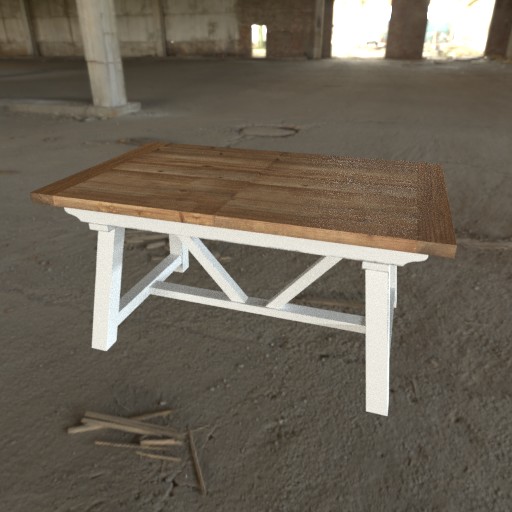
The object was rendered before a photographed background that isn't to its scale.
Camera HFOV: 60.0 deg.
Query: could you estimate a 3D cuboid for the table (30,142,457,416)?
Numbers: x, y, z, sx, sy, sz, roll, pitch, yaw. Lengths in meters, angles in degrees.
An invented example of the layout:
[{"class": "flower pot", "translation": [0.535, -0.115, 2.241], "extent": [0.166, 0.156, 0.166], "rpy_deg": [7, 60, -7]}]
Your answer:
[{"class": "table", "translation": [0.000, 0.000, 2.028], "extent": [1.503, 0.743, 0.922], "rpy_deg": [8, 28, 16]}]
